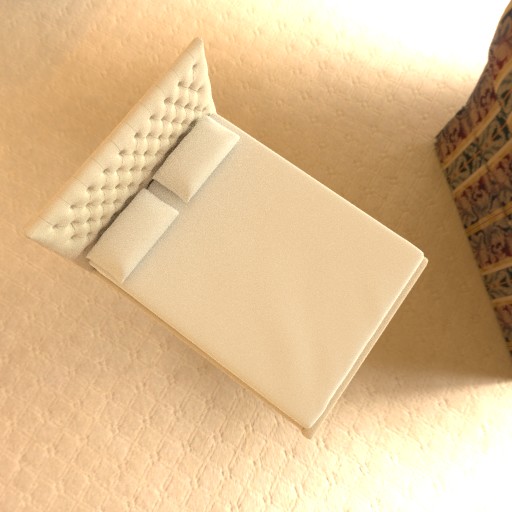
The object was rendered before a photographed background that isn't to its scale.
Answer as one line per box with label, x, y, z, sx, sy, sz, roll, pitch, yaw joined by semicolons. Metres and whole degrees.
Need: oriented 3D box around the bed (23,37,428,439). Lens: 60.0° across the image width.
bed;0.000;0.000;3.291;2.233;1.426;1.696;35;79;8
